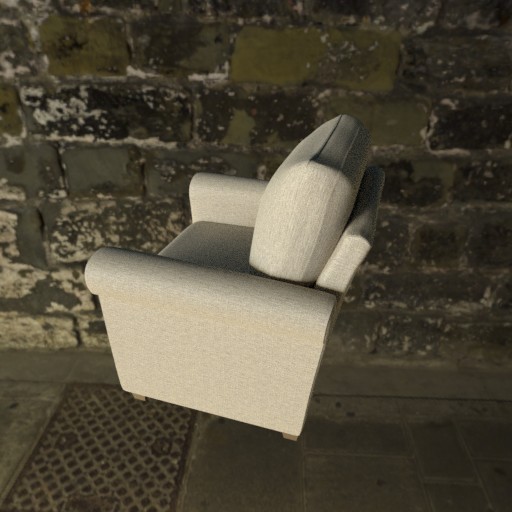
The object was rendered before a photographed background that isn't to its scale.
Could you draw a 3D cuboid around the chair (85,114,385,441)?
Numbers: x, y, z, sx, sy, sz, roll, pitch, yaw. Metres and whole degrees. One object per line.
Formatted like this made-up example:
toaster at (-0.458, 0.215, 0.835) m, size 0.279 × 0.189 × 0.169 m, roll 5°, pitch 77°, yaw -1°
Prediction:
chair at (0.000, 0.000, 2.344) m, size 1.180 × 1.349 × 1.275 m, roll 9°, pitch 31°, yaw 15°
